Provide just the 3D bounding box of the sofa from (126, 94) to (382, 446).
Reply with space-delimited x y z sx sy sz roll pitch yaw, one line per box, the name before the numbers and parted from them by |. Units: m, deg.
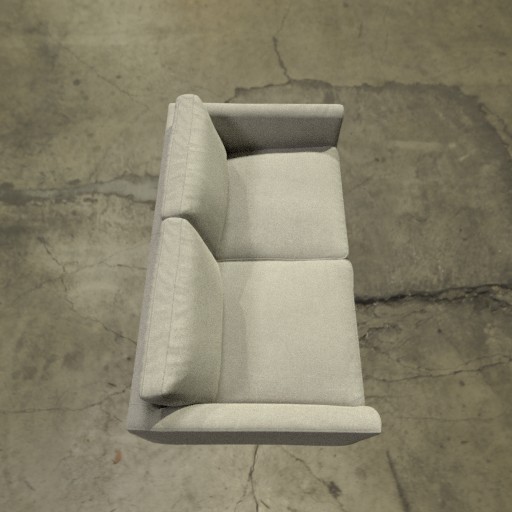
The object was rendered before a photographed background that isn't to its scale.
sofa | 0.000 0.000 2.478 1.091 0.839 1.905 0 62 0
